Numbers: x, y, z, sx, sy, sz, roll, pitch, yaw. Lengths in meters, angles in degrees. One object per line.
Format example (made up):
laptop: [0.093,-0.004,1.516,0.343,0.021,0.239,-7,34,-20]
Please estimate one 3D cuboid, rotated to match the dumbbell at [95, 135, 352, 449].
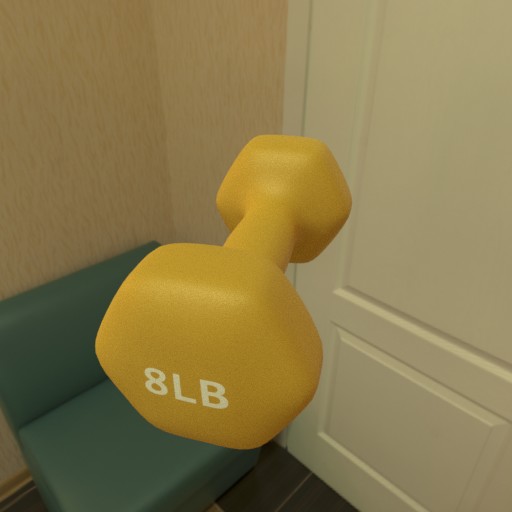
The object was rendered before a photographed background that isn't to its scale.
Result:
dumbbell: [0.000,0.000,0.235,0.090,0.082,0.190,8,33,13]
